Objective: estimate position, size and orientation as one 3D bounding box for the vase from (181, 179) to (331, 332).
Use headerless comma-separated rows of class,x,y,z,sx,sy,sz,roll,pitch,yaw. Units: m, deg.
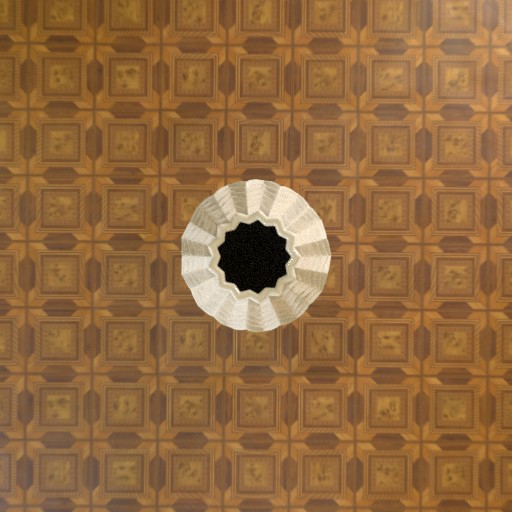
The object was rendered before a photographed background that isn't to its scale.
vase,0.000,0.000,0.427,0.167,0.328,0.167,0,90,0
